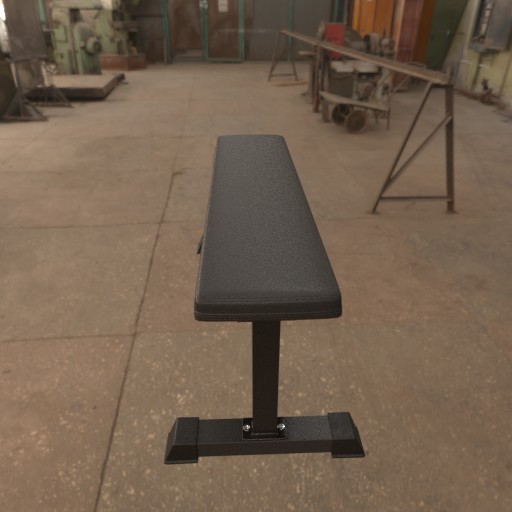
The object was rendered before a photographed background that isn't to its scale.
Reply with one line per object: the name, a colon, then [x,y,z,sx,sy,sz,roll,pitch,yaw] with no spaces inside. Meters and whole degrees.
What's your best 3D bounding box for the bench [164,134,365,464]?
bench: [0.000,0.000,1.293,0.439,0.453,1.072,-1,29,-2]
